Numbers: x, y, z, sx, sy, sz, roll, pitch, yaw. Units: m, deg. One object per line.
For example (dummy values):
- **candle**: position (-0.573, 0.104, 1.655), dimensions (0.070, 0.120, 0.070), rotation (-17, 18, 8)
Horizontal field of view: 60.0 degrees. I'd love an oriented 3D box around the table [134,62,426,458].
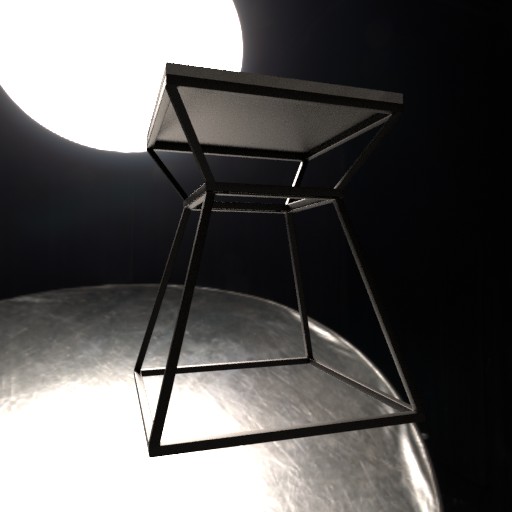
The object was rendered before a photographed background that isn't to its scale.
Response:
- **table**: position (0.000, 0.000, 0.894), dimensions (0.455, 0.559, 0.455), rotation (0, -1, -18)
